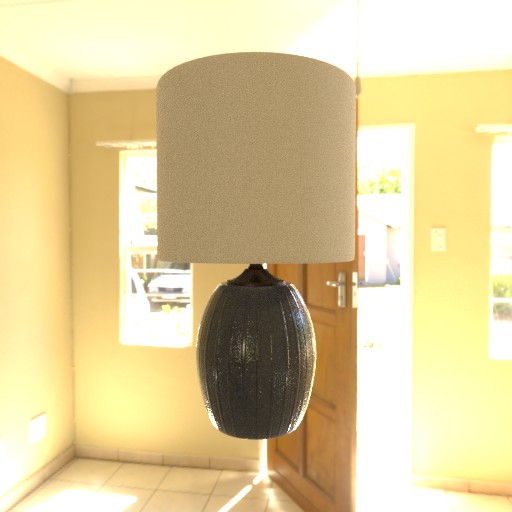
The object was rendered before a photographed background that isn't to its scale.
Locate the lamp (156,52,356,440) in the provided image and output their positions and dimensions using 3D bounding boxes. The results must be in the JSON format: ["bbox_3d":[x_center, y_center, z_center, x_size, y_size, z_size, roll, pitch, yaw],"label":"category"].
[{"bbox_3d":[0.000,0.000,0.754,0.329,0.570,0.329,0,2,0],"label":"lamp"}]
